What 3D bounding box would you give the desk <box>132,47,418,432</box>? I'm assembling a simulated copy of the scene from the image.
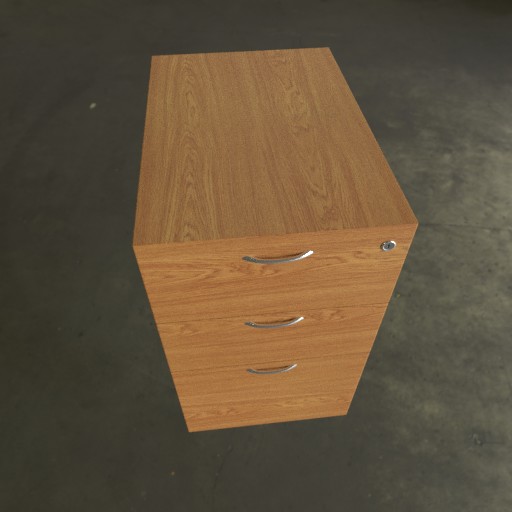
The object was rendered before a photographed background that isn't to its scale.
[{"bbox_3d":[0.000,0.000,1.082,0.404,0.730,0.600,-5,48,-4],"label":"desk"}]
